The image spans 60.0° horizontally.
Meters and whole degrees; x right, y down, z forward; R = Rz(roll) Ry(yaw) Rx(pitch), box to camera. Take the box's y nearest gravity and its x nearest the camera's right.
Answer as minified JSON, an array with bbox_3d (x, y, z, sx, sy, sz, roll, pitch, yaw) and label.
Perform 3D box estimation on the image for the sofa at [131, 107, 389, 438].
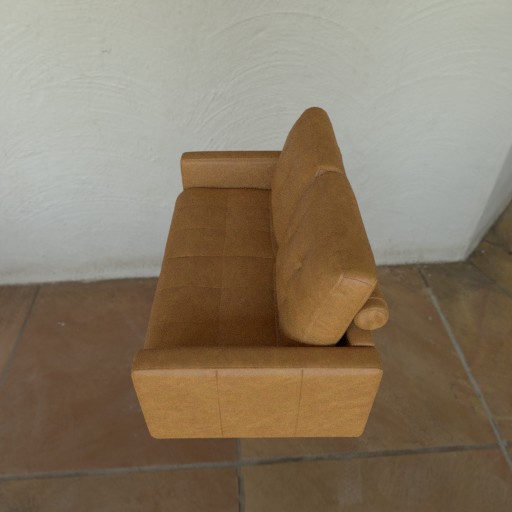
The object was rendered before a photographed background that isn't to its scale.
[{"bbox_3d":[0.000,0.000,1.992,0.868,0.898,1.430,0,42,0],"label":"sofa"}]
